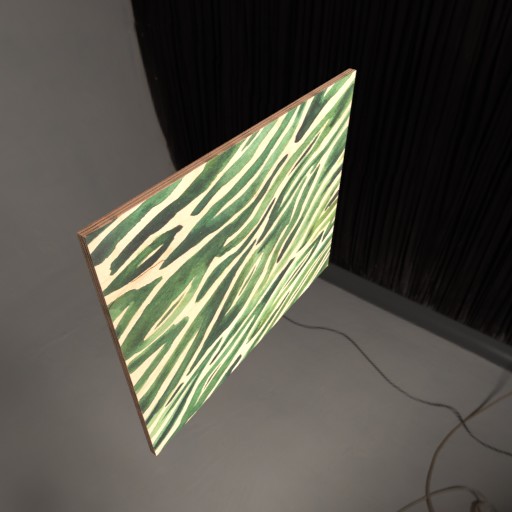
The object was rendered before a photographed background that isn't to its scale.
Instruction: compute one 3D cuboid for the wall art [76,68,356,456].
[{"bbox_3d":[0.000,0.000,0.666,0.012,0.408,0.508,26,47,26],"label":"wall art"}]
